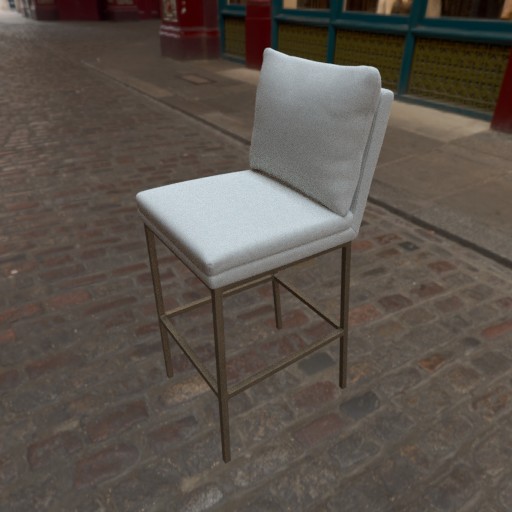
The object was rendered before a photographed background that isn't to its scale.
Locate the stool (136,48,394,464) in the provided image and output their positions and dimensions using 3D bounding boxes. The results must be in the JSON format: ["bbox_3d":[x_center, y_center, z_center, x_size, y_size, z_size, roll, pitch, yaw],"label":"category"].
[{"bbox_3d":[0.000,0.000,1.390,0.572,1.125,0.463,-20,37,-28],"label":"stool"}]
